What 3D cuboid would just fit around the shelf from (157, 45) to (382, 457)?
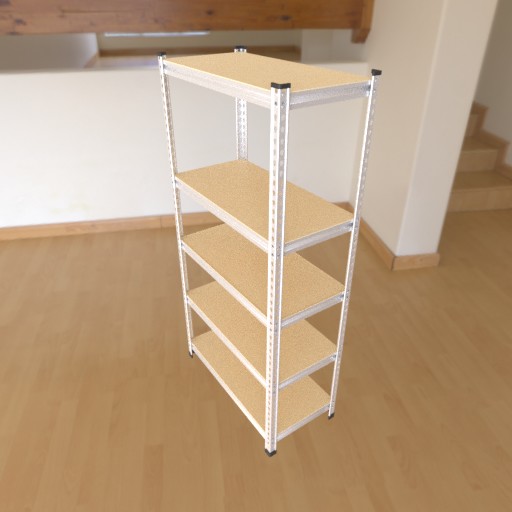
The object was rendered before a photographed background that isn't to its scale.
[{"bbox_3d":[0.000,0.000,2.244,0.457,1.829,0.914,-20,37,-29],"label":"shelf"}]
